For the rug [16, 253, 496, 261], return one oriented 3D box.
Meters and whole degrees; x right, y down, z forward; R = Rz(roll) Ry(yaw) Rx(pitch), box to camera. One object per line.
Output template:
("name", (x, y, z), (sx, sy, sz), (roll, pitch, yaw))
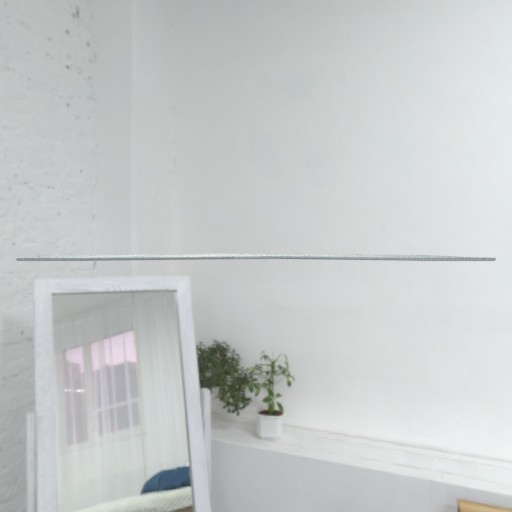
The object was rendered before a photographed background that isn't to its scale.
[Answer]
("rug", (0.000, 0.000, 4.199), (3.237, 0.046, 2.461), (0, 1, 1))
